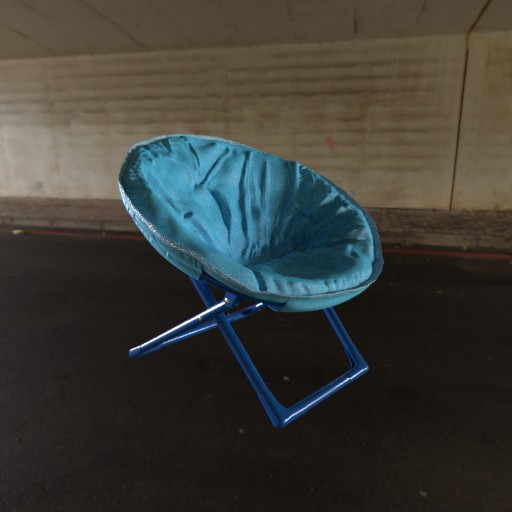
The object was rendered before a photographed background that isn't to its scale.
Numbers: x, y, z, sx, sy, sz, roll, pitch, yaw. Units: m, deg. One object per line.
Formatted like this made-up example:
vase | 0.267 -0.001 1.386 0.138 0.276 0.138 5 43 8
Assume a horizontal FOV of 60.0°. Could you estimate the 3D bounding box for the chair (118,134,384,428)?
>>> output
chair | 0.000 0.000 0.891 0.520 0.478 0.465 -14 20 -43
